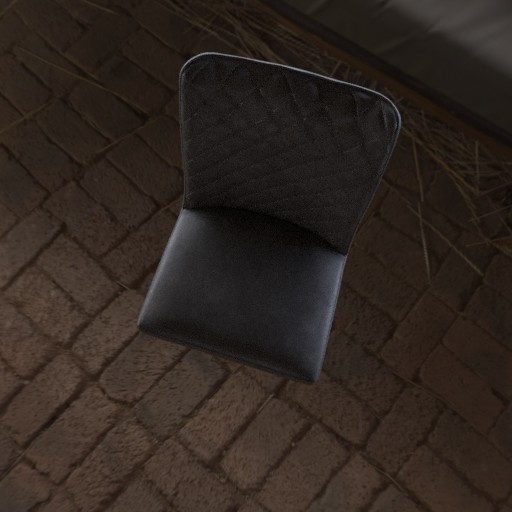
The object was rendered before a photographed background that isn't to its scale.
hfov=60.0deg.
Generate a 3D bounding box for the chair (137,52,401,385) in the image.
[{"bbox_3d":[0.000,0.000,1.238,0.508,0.889,0.587,16,77,4],"label":"chair"}]
